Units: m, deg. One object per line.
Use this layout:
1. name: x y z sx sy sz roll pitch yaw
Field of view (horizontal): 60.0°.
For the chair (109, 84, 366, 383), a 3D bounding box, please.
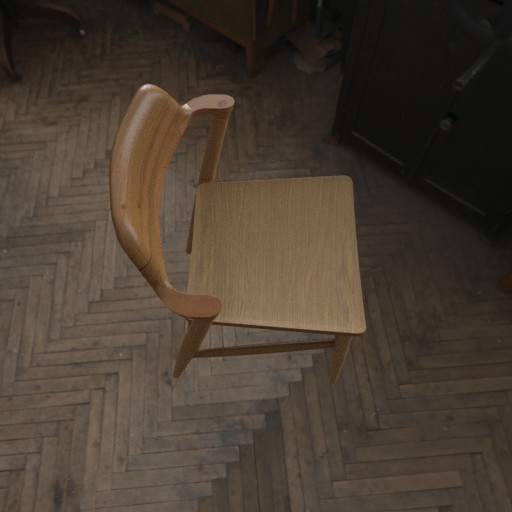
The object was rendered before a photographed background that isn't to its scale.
1. chair: 0.000 0.000 1.100 0.499 0.792 0.512 1 63 1
